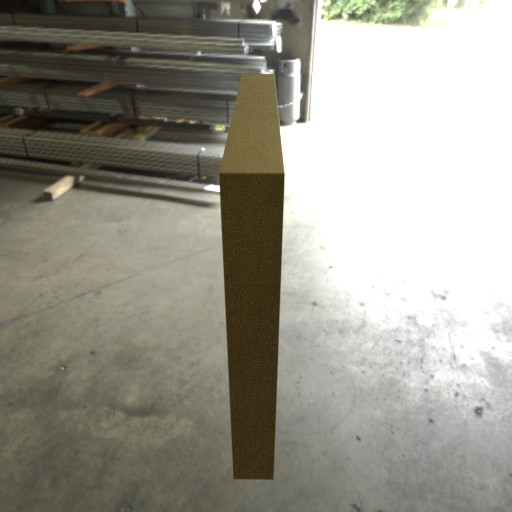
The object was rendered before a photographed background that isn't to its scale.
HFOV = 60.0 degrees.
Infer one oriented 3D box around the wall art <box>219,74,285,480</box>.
[{"bbox_3d":[0.000,0.000,0.464,0.038,0.305,0.305,0,32,1],"label":"wall art"}]
